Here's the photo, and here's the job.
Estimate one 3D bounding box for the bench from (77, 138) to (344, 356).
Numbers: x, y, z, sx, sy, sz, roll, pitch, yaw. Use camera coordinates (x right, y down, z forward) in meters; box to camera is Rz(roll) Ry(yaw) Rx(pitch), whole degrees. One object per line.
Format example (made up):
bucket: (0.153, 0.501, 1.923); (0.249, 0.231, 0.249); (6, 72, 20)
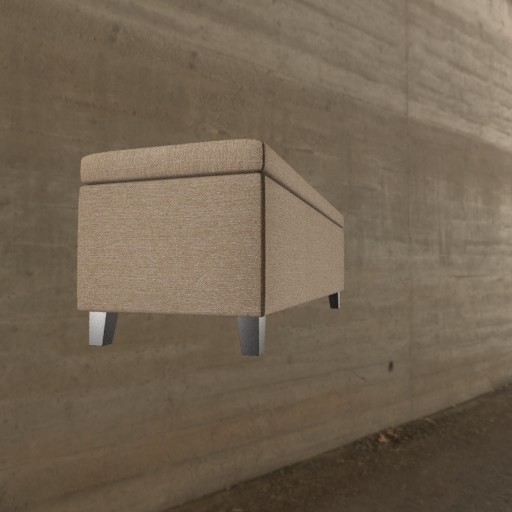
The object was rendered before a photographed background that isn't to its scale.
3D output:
bench: (0.000, 0.000, 1.510); (0.446, 0.438, 1.269); (-1, -2, 18)
